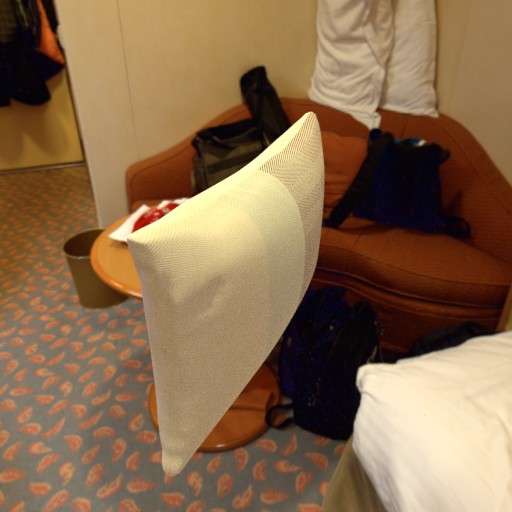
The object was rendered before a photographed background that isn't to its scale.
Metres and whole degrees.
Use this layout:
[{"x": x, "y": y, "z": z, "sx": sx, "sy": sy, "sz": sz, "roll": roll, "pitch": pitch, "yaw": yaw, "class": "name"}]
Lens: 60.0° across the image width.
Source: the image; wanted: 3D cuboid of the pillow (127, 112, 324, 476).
[{"x": 0.000, "y": 0.000, "z": 0.623, "sx": 0.139, "sy": 0.305, "sz": 0.506, "roll": 11, "pitch": 31, "yaw": 20, "class": "pillow"}]
